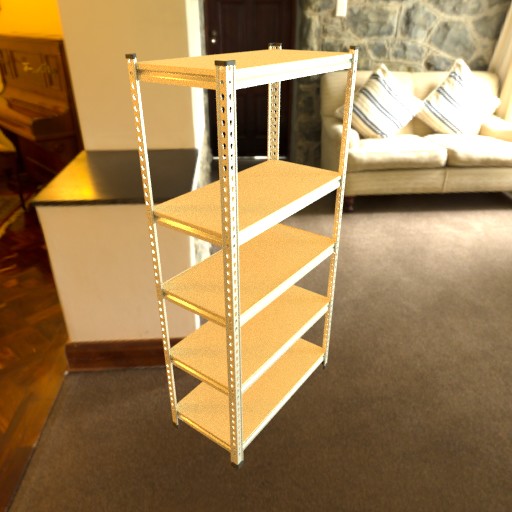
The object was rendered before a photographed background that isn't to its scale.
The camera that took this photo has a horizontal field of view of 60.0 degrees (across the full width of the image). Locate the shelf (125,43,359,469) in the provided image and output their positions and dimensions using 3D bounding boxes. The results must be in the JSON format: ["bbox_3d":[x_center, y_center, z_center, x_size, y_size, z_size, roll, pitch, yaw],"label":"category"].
[{"bbox_3d":[0.000,0.000,2.163,0.457,1.829,0.914,19,34,31],"label":"shelf"}]
